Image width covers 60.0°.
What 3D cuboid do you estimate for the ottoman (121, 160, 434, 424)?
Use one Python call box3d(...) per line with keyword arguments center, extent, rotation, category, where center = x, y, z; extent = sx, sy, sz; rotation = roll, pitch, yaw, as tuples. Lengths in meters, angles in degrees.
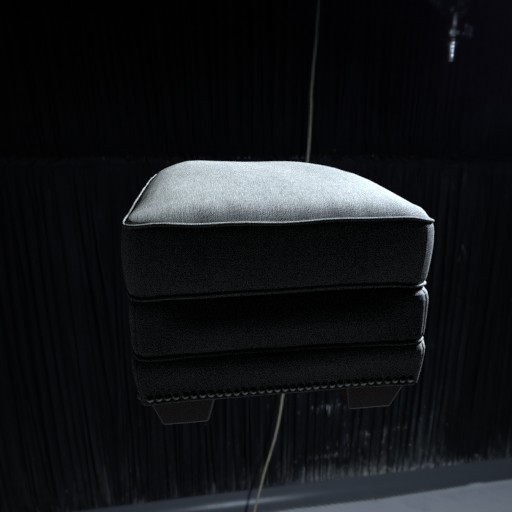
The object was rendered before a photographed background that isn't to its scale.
box3d(center=(0.000, 0.000, 1.140), extent=(0.561, 0.457, 0.813), rotation=(-2, 16, -7), category="ottoman")
